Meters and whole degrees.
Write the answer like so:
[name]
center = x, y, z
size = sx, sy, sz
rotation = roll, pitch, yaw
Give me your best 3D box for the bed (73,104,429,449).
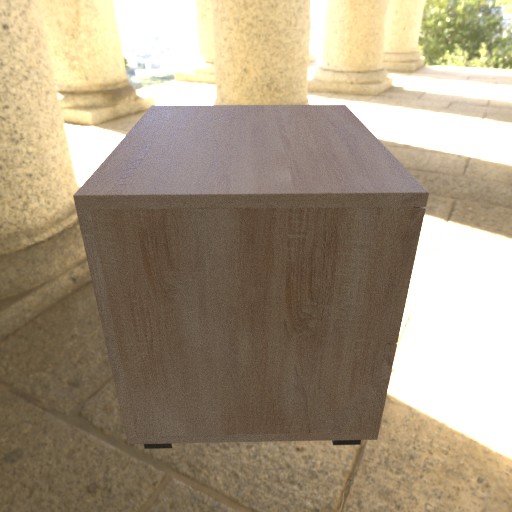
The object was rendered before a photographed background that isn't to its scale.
[bed]
center = 0.000, 0.000, 0.779
size = 0.401, 0.420, 0.460
rotation = -1, 30, -1
